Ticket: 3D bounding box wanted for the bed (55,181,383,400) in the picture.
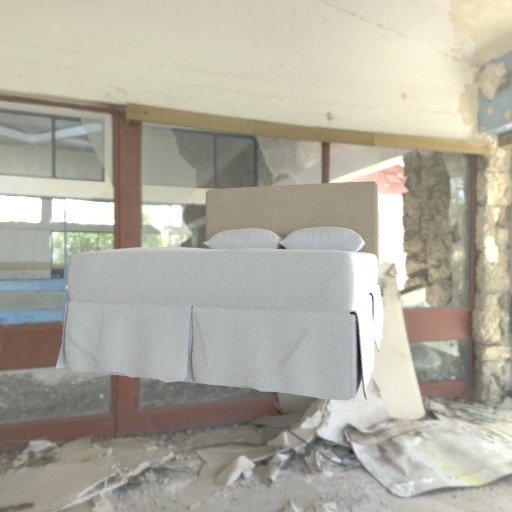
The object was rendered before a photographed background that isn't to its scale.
[{"bbox_3d":[0.000,0.000,3.198,1.723,1.330,2.142,0,0,18],"label":"bed"}]
